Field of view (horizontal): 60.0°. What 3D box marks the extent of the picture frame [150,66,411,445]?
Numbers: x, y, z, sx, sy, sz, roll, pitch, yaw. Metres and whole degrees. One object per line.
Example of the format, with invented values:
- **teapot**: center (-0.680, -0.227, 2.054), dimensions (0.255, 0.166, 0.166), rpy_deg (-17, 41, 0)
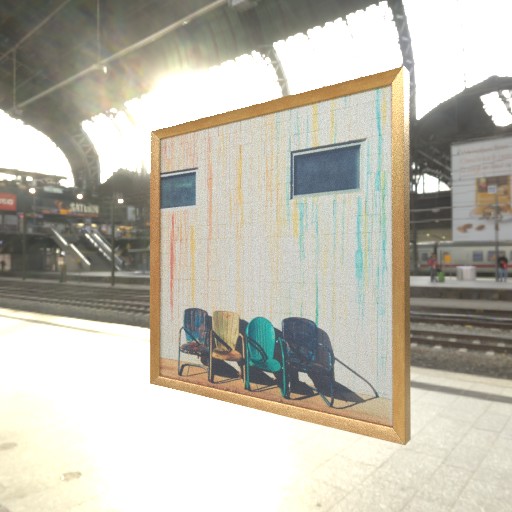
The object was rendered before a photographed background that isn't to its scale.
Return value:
- **picture frame**: center (0.000, 0.000, 1.124), dimensions (0.758, 0.761, 0.037), rpy_deg (-1, -1, 36)
